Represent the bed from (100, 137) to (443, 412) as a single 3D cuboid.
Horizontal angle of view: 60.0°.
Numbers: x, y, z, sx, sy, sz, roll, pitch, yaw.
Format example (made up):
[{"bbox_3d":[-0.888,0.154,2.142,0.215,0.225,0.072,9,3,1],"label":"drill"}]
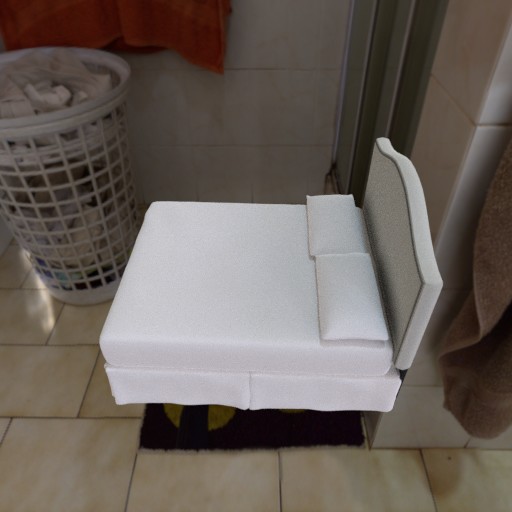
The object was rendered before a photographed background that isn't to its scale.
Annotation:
[{"bbox_3d":[0.000,0.000,3.517,2.180,1.607,1.813,2,42,2],"label":"bed"}]
